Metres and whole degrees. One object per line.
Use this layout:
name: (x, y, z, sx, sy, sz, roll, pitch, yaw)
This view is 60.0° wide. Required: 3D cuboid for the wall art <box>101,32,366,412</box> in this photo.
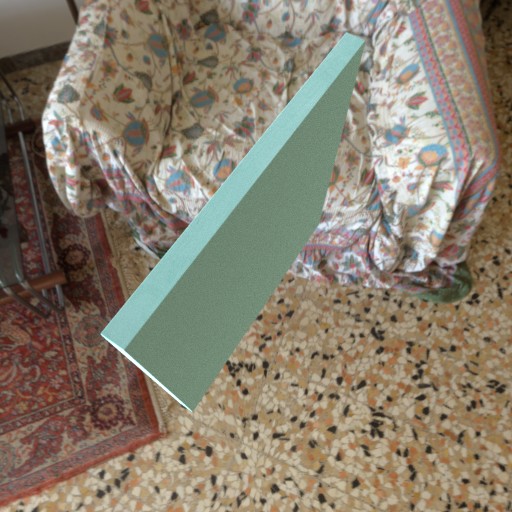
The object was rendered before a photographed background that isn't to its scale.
wall art: (0.000, 0.000, 0.884, 0.036, 0.603, 0.603, 30, 68, 14)
